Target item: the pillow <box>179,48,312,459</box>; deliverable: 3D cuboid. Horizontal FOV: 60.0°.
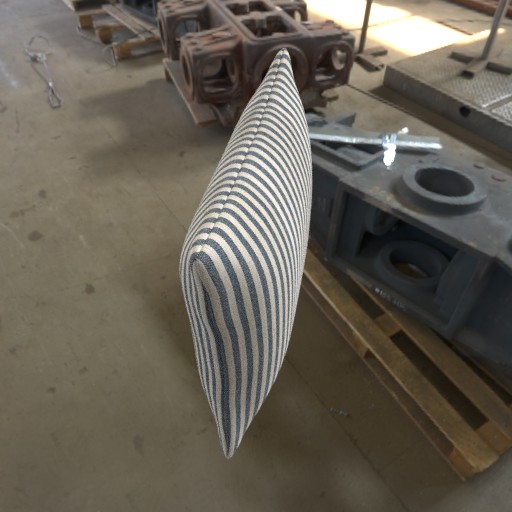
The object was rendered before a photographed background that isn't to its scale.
[{"bbox_3d":[0.000,0.000,0.776,0.166,0.510,0.523,9,47,8],"label":"pillow"}]
